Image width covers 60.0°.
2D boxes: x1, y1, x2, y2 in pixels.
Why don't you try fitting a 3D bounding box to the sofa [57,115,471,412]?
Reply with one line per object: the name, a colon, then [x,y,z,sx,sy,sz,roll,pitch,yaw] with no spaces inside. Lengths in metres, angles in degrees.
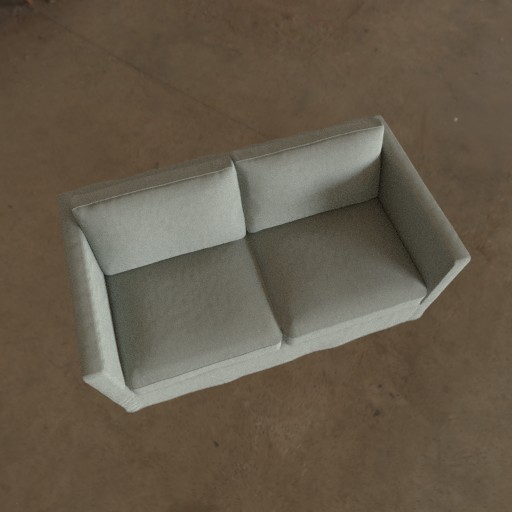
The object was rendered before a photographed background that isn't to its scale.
sofa: [0.000,0.000,2.265,1.727,0.830,0.944,-16,63,-9]
